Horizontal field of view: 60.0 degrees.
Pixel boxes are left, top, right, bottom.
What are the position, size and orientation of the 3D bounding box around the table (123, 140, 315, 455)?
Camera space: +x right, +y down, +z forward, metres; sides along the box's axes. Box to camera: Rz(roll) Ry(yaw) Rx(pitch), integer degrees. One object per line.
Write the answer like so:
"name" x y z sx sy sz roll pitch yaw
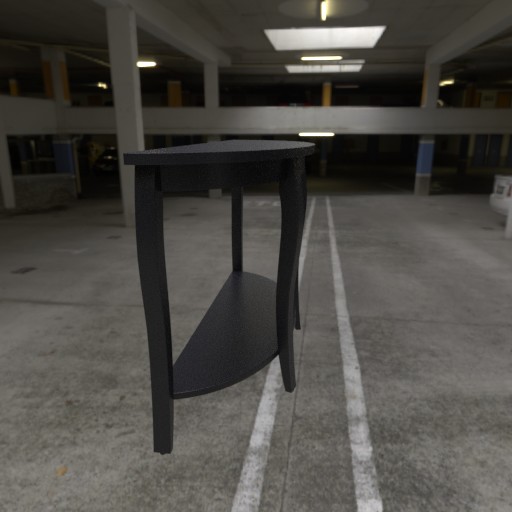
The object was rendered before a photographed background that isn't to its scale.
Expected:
"table" 0.000 0.000 1.594 0.394 0.780 1.219 2 16 8
